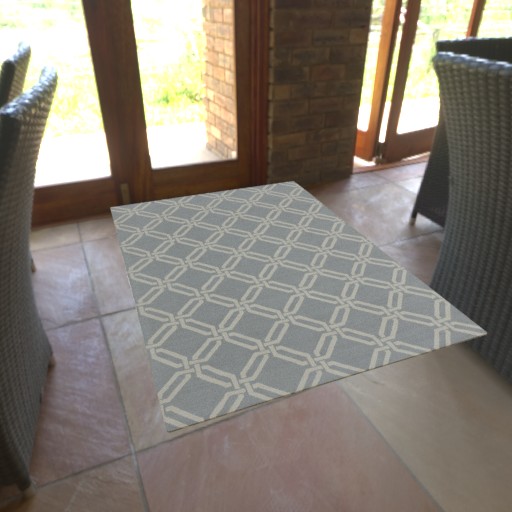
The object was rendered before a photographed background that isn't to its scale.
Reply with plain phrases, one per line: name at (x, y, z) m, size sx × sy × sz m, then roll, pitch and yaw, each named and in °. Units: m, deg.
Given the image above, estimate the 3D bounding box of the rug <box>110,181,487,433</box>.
rug at (0.000, 0.000, 2.707) m, size 1.522 × 0.013 × 2.133 m, roll -11°, pitch 32°, yaw -18°
